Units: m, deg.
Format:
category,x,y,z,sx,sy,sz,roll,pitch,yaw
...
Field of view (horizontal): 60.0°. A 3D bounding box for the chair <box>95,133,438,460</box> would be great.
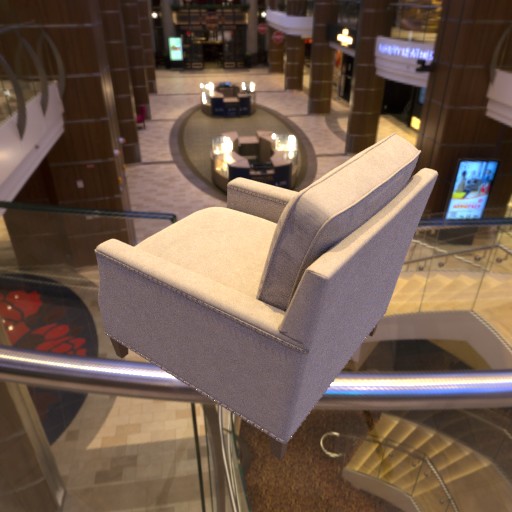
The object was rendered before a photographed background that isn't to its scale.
category,x,y,z,sx,sy,sz,roll,pitch,yaw
chair,0.000,0.000,1.724,1.014,0.943,0.853,21,37,30
